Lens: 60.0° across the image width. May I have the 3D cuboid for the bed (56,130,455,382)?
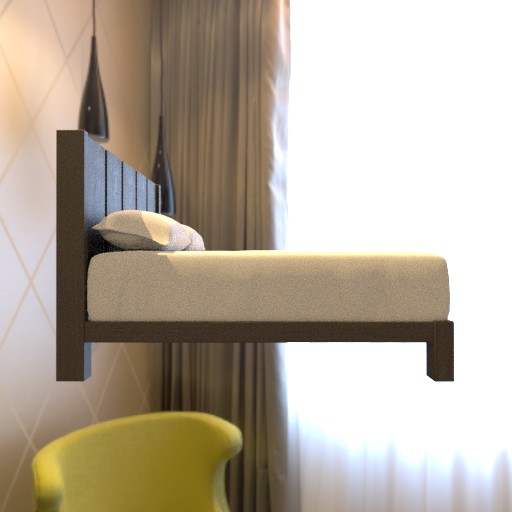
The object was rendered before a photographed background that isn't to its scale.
[{"bbox_3d":[0.000,0.000,3.081,1.992,1.261,1.735,0,0,0],"label":"bed"}]
